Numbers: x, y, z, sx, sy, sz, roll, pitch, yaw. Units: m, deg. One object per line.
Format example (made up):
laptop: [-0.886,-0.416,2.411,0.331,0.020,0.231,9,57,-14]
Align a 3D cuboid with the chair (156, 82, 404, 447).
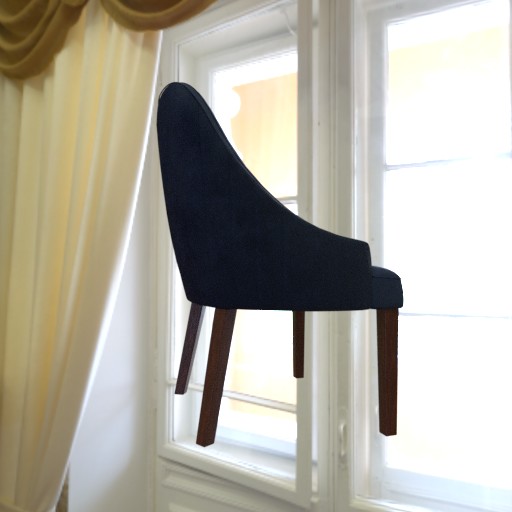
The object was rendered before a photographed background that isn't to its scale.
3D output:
chair: [0.000,0.000,1.304,0.575,0.889,0.643,0,-1,-17]
